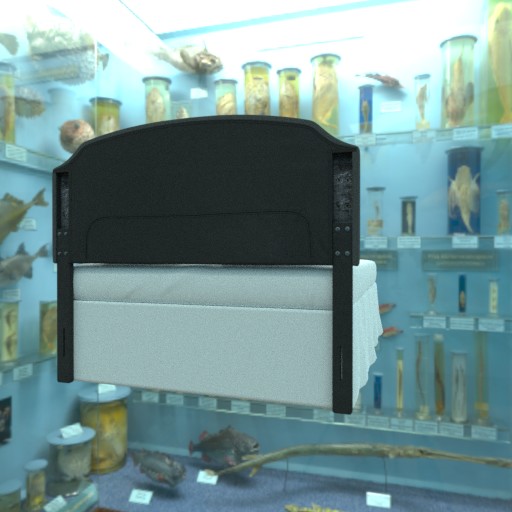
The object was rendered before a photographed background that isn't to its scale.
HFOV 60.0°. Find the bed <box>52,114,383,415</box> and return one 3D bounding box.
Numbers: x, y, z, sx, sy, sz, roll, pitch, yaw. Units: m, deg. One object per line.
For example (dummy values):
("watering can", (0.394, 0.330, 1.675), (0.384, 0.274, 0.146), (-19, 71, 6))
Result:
("bed", (0.000, 0.000, 2.952), (1.558, 1.270, 1.999), (0, 0, 18))
